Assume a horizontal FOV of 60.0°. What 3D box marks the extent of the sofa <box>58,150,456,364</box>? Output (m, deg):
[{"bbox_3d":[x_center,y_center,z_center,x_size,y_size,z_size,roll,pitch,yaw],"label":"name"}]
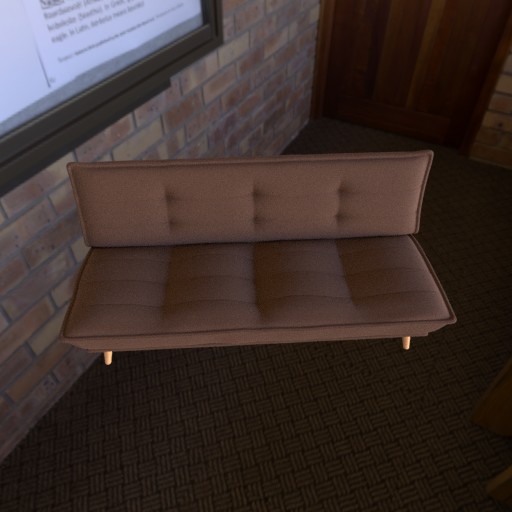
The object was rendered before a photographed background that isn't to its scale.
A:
[{"bbox_3d":[0.000,0.000,2.432,1.940,0.890,0.950,-2,46,-2],"label":"sofa"}]
